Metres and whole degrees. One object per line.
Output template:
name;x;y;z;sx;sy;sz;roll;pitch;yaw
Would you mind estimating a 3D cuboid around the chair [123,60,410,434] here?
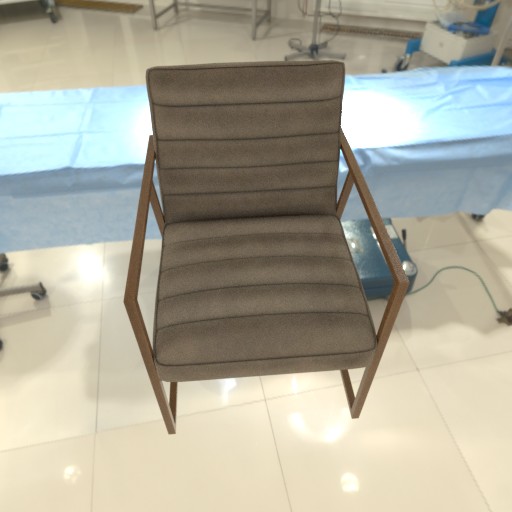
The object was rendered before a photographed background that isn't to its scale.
chair;0.000;0.000;1.248;0.578;0.843;0.682;-3;46;-3
